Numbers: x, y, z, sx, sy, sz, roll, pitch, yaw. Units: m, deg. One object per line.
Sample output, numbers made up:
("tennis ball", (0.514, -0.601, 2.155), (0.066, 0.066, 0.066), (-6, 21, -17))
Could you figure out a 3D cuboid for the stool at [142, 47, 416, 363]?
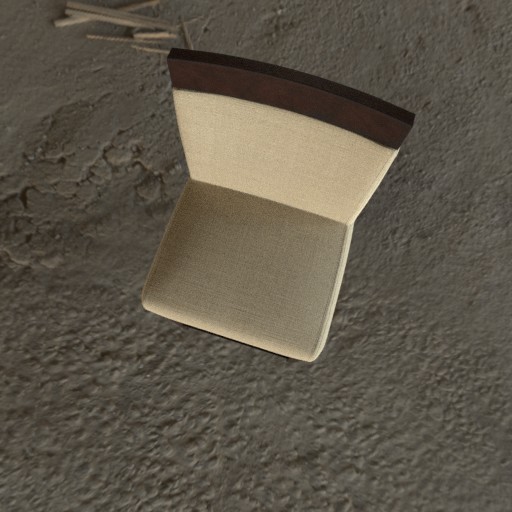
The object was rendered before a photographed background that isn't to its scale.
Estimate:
("stool", (0.000, 0.000, 1.364), (0.511, 1.117, 0.531), (17, 77, 4))
